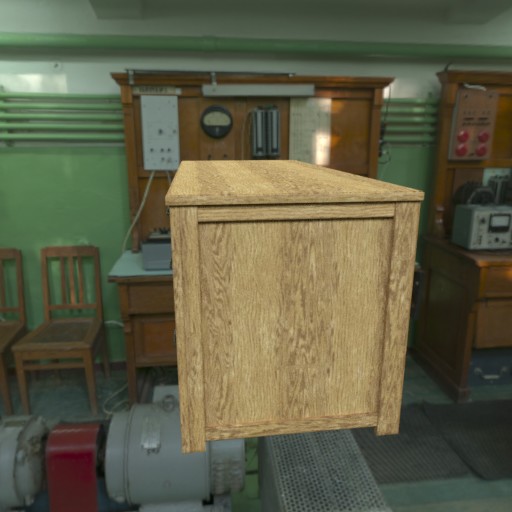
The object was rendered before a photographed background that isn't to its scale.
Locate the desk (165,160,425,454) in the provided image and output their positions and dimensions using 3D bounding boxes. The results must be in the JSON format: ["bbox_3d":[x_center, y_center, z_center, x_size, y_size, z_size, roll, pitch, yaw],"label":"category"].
[{"bbox_3d":[0.000,0.000,1.973,0.685,0.751,1.567,-2,15,-7],"label":"desk"}]
